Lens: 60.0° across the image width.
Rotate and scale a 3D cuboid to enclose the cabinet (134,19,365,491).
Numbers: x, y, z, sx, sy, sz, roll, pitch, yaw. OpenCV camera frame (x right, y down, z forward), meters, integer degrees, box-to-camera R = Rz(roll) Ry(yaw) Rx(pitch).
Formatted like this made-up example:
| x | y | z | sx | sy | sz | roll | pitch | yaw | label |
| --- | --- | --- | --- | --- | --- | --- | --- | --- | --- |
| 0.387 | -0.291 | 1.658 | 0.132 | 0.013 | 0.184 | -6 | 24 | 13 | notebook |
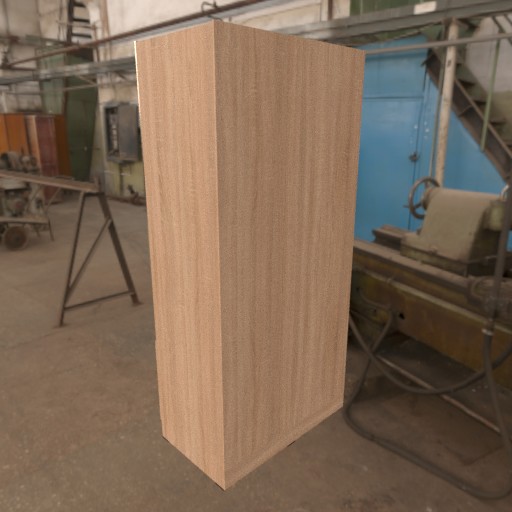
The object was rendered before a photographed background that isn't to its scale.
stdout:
| x | y | z | sx | sy | sz | roll | pitch | yaw | label |
| --- | --- | --- | --- | --- | --- | --- | --- | --- | --- |
| 0.000 | 0.000 | 2.448 | 1.001 | 2.121 | 0.590 | -15 | 22 | -42 | cabinet |
